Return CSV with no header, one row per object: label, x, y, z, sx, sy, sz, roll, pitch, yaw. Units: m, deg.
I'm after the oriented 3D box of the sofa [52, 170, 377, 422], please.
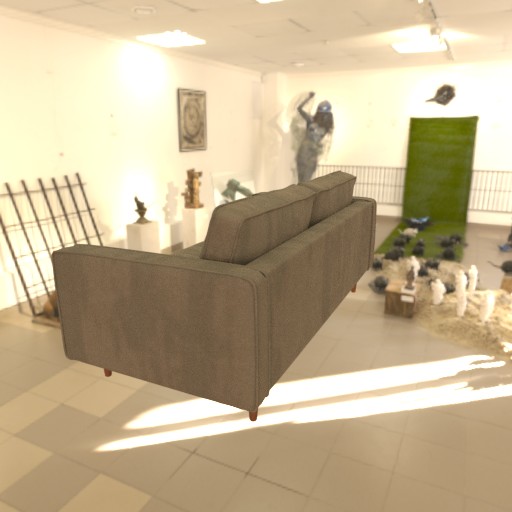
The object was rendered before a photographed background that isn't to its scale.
sofa,0.000,0.000,2.432,0.924,0.825,1.920,8,18,25
